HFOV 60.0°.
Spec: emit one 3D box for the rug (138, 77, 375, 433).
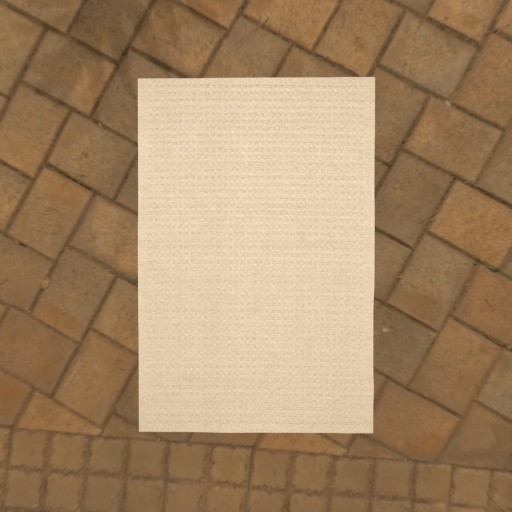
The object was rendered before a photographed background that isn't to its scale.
[{"bbox_3d":[0.000,0.000,2.856,1.523,0.006,2.289,0,91,0],"label":"rug"}]
